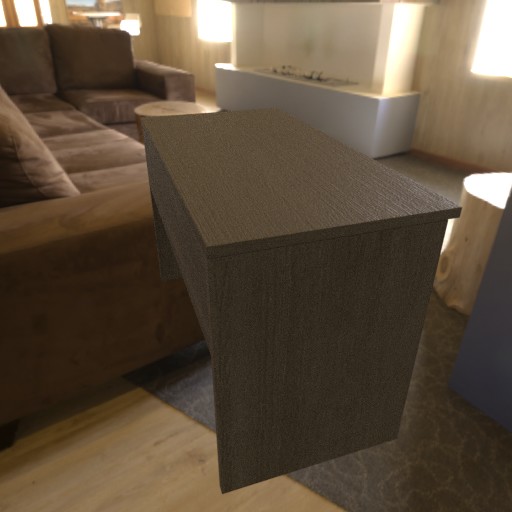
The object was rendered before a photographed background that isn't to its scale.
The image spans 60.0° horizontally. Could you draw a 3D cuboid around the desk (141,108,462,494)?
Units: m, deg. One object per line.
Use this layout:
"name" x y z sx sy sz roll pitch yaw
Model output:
"desk" 0.000 0.000 1.499 0.557 0.729 1.099 -9 31 -16
